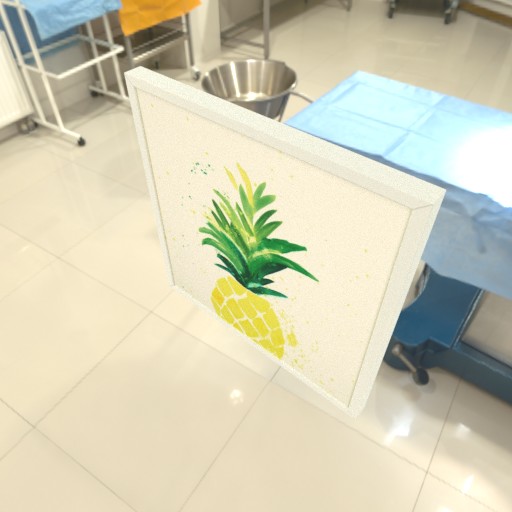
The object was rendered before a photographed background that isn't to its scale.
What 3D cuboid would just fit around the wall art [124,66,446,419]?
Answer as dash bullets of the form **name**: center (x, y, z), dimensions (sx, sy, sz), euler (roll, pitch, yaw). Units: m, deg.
- **wall art**: center (0.000, 0.000, 0.462), dimensions (0.307, 0.307, 0.020), euler (31, 53, 27)
